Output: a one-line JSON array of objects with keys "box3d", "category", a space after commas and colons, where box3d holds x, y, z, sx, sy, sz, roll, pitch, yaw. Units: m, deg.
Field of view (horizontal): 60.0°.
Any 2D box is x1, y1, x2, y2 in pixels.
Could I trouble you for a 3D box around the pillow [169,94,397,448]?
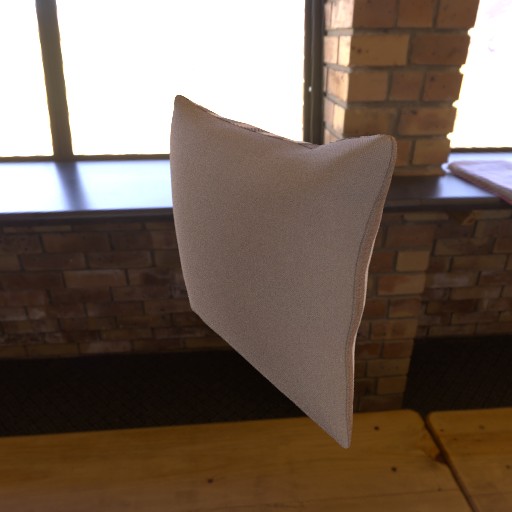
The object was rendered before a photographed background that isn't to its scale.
[{"box3d": [0.000, 0.000, 0.629, 0.173, 0.401, 0.416, -18, 32, -32], "category": "pillow"}]
